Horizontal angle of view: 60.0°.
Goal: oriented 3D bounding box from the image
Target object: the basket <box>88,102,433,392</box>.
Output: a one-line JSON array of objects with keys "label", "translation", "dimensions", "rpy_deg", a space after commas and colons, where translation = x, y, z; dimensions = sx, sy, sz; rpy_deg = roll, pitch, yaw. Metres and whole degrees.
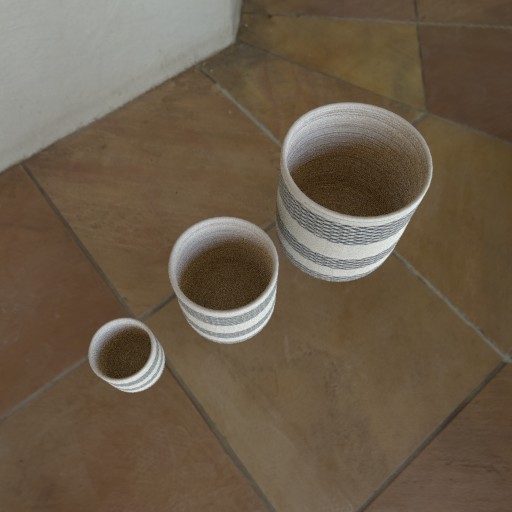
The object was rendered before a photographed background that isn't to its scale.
[{"label": "basket", "translation": [0.000, 0.000, 1.094], "dimensions": [0.917, 0.356, 0.351], "rpy_deg": [-33, 68, -15]}]
